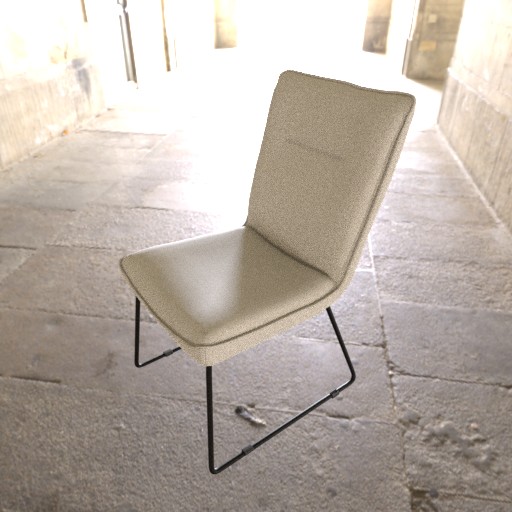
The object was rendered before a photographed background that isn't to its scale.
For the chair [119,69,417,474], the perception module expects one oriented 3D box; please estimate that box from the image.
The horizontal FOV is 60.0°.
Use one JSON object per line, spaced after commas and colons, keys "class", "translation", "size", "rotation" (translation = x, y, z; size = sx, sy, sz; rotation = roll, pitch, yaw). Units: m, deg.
{"class": "chair", "translation": [0.000, 0.000, 1.319], "size": [0.688, 0.930, 0.515], "rotation": [-21, 37, -31]}
